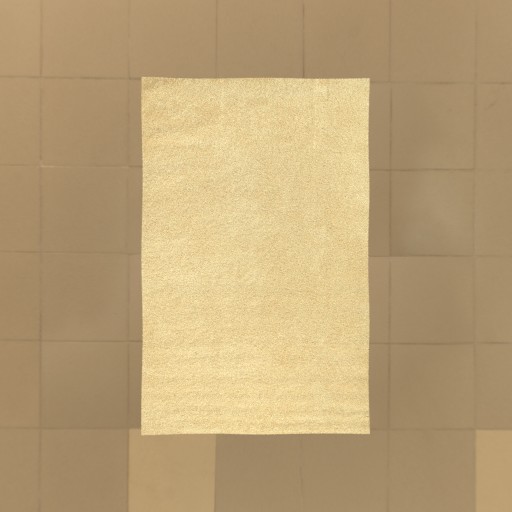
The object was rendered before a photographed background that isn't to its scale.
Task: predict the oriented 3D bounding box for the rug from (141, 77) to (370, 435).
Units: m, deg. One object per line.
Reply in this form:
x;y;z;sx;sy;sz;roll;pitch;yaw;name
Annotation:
0.000;0.000;2.921;1.500;0.025;2.346;0;90;-1;rug
